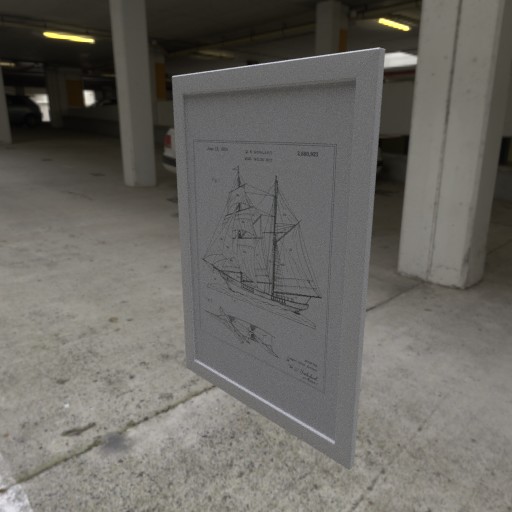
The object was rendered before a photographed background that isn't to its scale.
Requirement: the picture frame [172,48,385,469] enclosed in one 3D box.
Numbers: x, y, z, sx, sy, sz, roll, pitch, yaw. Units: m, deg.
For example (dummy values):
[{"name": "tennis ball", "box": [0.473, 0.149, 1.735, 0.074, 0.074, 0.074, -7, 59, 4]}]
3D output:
[{"name": "picture frame", "box": [0.000, 0.000, 0.670, 0.012, 0.534, 0.381, -15, 22, -42]}]
